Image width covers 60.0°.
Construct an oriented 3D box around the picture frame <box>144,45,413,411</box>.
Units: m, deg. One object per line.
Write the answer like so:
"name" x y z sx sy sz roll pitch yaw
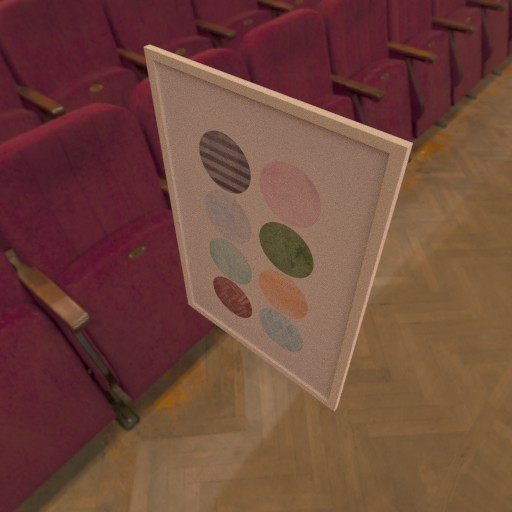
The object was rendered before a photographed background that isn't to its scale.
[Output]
"picture frame" 0.000 0.000 0.838 0.457 0.657 0.013 31 53 27
